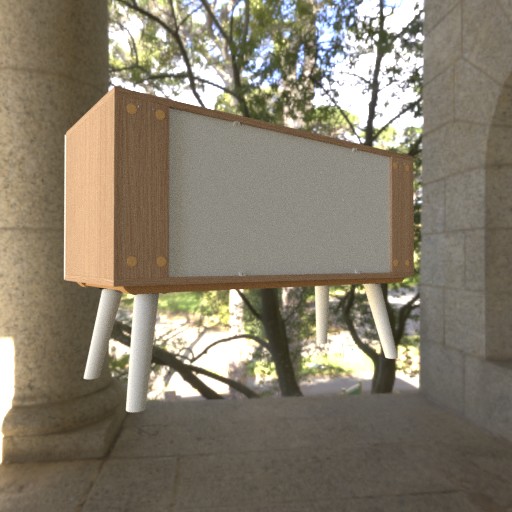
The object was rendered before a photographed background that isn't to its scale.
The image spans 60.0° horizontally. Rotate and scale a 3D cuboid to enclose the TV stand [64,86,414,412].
[{"bbox_3d":[0.000,0.000,1.328,0.991,0.660,0.407,1,-1,-36],"label":"TV stand"}]
